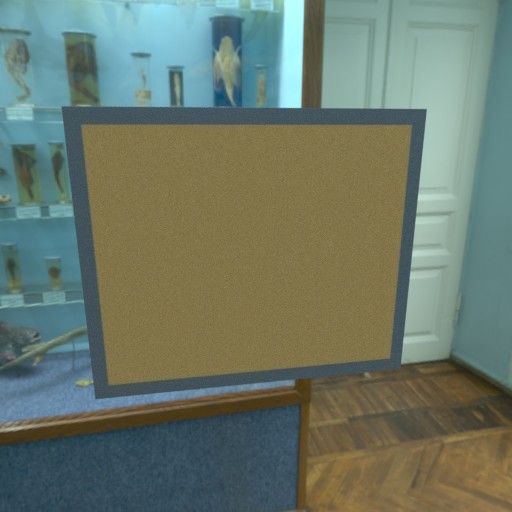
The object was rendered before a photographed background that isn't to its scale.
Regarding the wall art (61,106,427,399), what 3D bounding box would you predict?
[{"bbox_3d":[0.000,0.000,0.880,0.660,0.558,0.026,-3,16,-10],"label":"wall art"}]
